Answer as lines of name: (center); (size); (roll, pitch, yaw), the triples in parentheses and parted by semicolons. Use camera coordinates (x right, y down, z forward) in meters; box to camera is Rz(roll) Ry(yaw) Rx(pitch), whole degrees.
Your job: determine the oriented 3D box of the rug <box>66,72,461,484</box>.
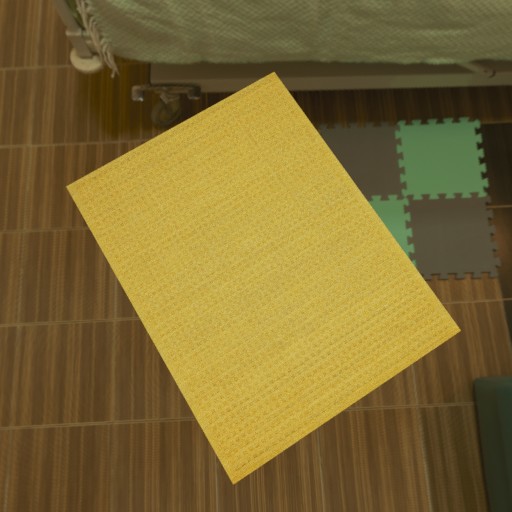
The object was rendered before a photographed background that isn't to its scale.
rug: (0.000, 0.000, 4.304); (2.486, 0.015, 3.242); (-31, 79, -7)
